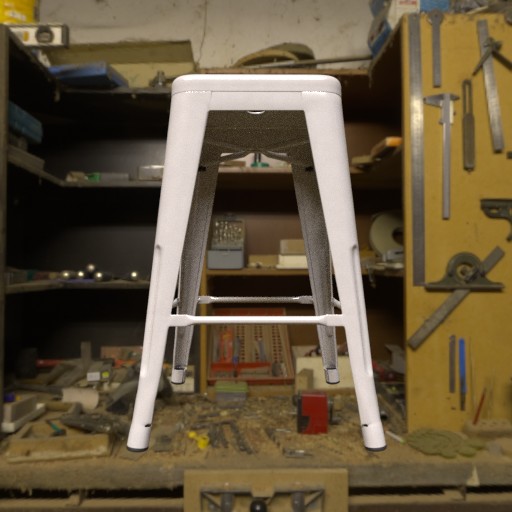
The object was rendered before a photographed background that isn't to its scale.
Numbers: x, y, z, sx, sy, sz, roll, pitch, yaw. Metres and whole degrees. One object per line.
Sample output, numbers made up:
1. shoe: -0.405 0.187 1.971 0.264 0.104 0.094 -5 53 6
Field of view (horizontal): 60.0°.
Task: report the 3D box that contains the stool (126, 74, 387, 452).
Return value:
1. stool: 0.000 0.000 0.883 0.406 0.610 0.406 0 0 0
